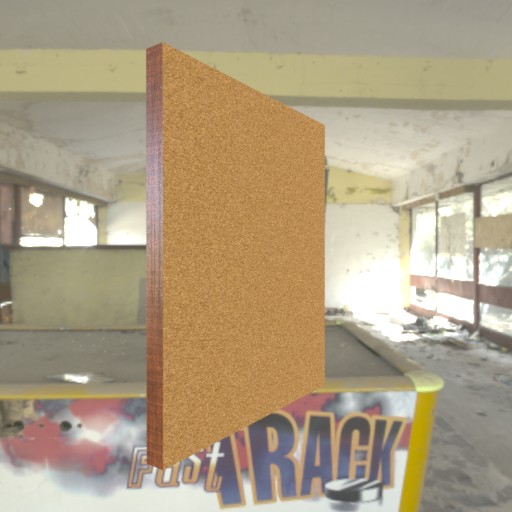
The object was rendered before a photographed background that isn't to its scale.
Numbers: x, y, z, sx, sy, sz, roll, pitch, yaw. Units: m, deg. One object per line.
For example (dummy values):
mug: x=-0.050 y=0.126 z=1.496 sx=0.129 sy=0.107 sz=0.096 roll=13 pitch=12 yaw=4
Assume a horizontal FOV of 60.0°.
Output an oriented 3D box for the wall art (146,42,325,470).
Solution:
wall art: x=0.000 y=0.000 z=0.786 sx=0.033 sy=0.567 sz=0.467 roll=0 pitch=0 yaw=36
